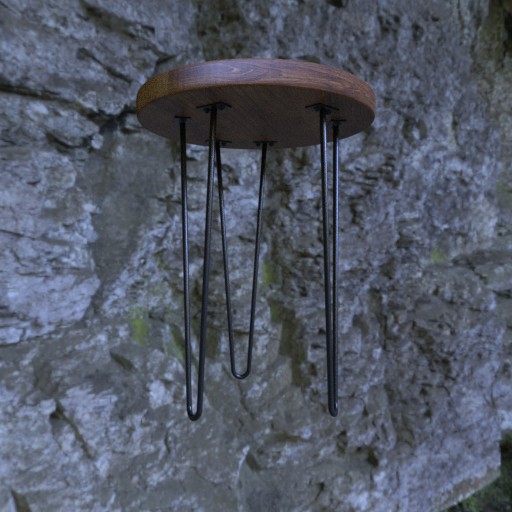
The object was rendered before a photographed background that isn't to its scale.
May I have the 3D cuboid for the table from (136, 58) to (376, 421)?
[{"bbox_3d":[0.000,0.000,0.773,0.400,0.520,0.400,0,2,0],"label":"table"}]
